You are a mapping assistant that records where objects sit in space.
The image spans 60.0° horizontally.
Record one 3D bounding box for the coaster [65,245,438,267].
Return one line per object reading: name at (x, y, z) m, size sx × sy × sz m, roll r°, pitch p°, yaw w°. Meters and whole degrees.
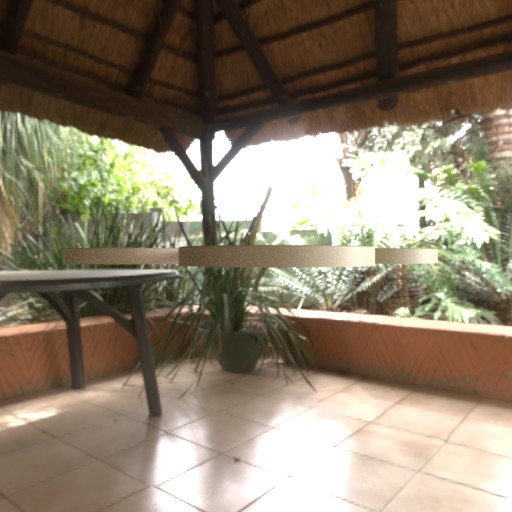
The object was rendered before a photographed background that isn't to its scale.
coaster at (0.000, 0.000, 0.330) m, size 0.224 × 0.010 × 0.220 m, roll 0°, pitch 0°, yaw 38°
